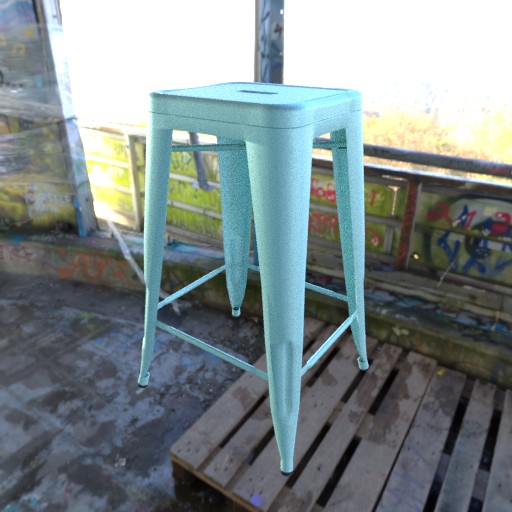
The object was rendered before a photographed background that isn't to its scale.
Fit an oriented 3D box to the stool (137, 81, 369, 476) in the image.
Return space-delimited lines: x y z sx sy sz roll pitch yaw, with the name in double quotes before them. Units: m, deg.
"stool" 0.000 0.000 0.866 0.399 0.609 0.359 17 31 31
